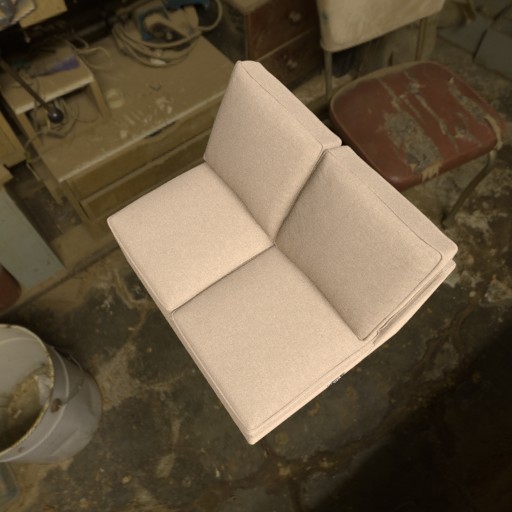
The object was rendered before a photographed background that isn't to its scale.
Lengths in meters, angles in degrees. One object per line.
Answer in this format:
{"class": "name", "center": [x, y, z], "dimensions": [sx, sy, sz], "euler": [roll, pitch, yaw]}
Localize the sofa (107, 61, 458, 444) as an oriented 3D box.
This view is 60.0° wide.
{"class": "sofa", "center": [0.000, 0.000, 2.021], "dimensions": [0.951, 1.008, 1.237], "euler": [-33, 67, -16]}
